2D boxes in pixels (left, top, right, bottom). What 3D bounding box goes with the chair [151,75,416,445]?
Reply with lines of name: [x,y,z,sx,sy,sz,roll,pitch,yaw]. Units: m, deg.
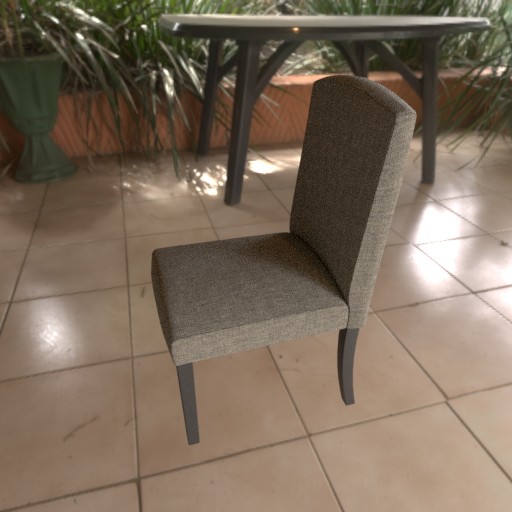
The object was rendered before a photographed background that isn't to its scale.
chair: [0.000,0.000,1.243,0.580,0.917,0.451,-9,31,-15]
